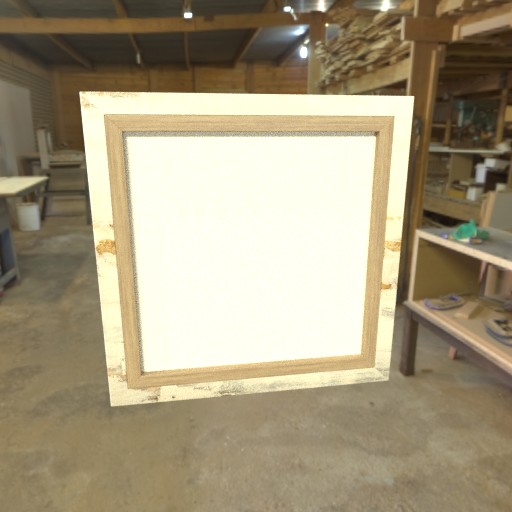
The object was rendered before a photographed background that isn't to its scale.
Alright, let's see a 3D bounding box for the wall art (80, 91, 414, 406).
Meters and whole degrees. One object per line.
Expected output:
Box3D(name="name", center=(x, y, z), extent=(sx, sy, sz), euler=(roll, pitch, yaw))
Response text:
Box3D(name="wall art", center=(0.000, 0.000, 1.484), extent=(1.015, 1.018, 0.040), euler=(-3, 16, -9))
